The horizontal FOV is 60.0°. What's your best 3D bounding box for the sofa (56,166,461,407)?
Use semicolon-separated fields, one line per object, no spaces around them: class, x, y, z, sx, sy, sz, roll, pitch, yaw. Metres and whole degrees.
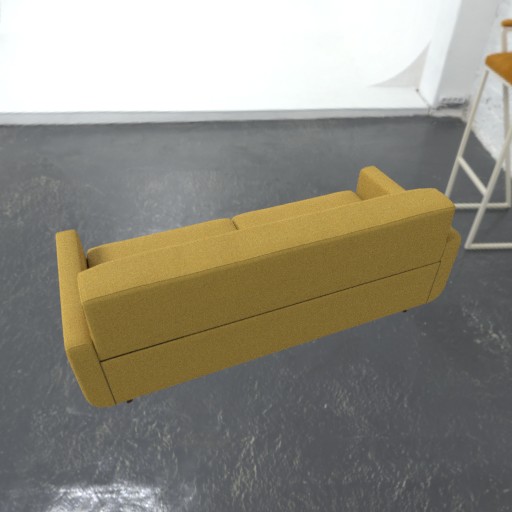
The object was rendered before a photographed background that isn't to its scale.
sofa;0.000;0.000;2.498;2.029;0.841;0.909;-14;42;-16
